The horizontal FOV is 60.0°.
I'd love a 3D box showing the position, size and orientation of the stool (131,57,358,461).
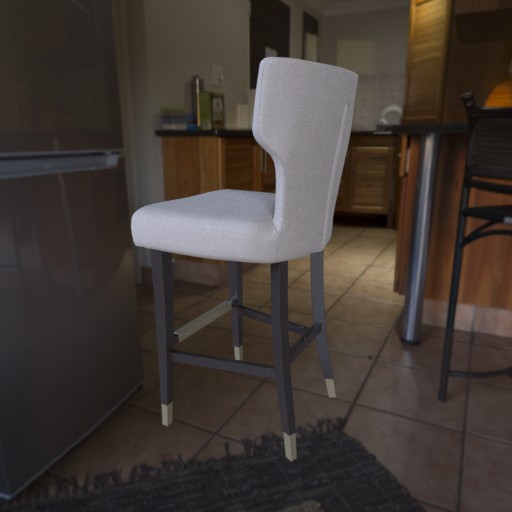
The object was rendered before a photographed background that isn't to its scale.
[{"bbox_3d":[0.000,0.000,1.410,0.563,1.092,0.526,9,18,28],"label":"stool"}]
